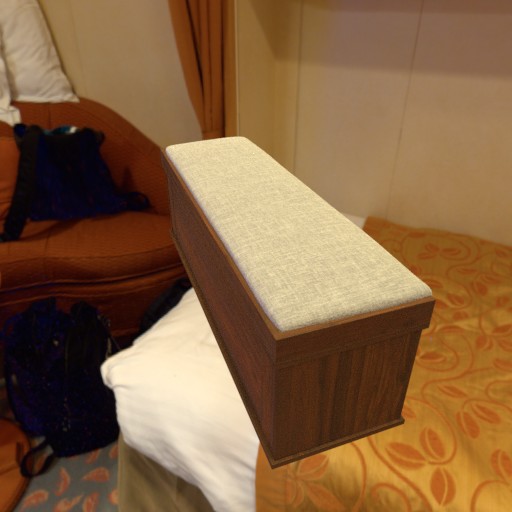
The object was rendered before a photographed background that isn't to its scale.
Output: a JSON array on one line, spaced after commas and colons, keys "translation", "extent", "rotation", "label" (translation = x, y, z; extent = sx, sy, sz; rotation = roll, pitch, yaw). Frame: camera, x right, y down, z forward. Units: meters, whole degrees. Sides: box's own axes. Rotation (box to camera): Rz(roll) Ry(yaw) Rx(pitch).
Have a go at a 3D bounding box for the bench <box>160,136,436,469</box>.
[{"translation": [0.000, 0.000, 1.430], "extent": [0.367, 0.468, 1.196], "rotation": [-11, 33, -17], "label": "bench"}]
